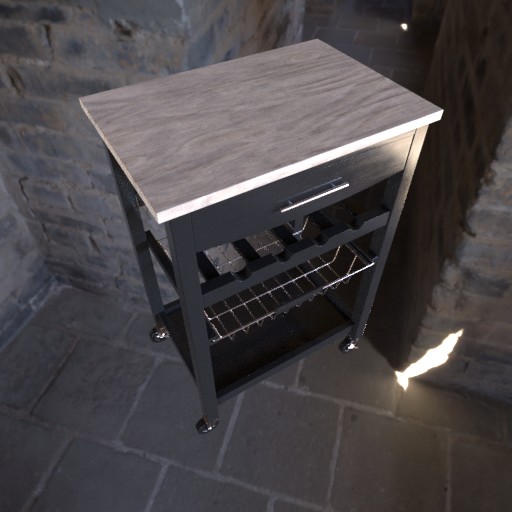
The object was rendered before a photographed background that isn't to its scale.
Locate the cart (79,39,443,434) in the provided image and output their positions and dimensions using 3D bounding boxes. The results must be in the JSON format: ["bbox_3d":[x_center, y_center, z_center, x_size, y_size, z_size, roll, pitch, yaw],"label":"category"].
[{"bbox_3d":[0.000,0.000,1.148,0.584,0.839,0.403,-23,51,-21],"label":"cart"}]
